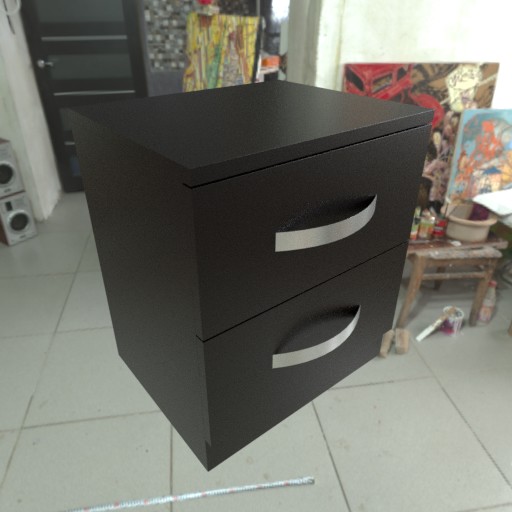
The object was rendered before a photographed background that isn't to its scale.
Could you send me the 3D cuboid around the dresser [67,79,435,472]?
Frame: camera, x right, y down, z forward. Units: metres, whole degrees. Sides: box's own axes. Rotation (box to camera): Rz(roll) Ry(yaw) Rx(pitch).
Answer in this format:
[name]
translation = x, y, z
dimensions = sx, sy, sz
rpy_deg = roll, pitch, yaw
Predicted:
[dresser]
translation = 0.000, 0.000, 0.736
dimensions = 0.400, 0.470, 0.360
rpy_deg = -22, 37, -33
